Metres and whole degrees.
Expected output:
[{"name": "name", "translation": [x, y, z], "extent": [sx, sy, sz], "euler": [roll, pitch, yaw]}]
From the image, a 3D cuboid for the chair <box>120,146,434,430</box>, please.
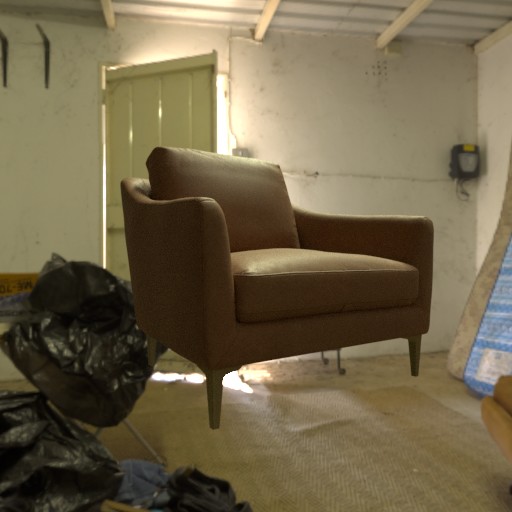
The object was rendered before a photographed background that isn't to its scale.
[{"name": "chair", "translation": [0.000, 0.000, 1.745], "extent": [0.988, 0.895, 0.963], "euler": [0, 0, -35]}]
